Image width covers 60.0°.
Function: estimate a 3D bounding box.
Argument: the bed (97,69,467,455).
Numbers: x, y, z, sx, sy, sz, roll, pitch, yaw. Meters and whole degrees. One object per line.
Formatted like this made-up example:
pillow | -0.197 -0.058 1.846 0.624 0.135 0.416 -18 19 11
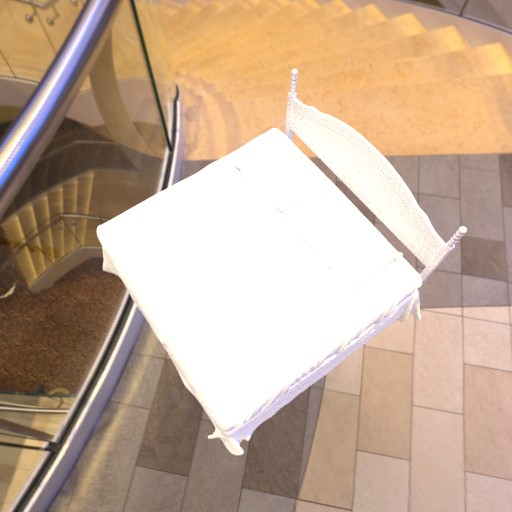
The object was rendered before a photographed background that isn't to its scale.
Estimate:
bed | 0.000 0.000 3.661 2.219 1.355 2.322 -33 68 -15
